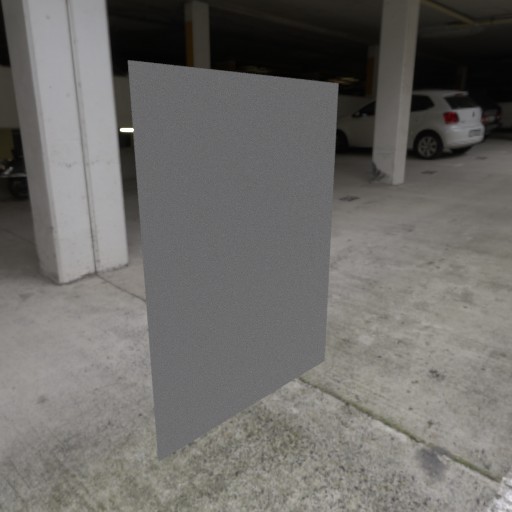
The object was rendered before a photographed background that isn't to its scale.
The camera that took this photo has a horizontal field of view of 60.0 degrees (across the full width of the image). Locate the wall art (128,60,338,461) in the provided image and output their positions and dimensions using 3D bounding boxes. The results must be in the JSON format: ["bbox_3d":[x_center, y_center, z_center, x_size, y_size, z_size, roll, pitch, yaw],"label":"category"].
[{"bbox_3d":[0.000,0.000,0.800,0.003,0.609,0.457,16,23,42],"label":"wall art"}]
